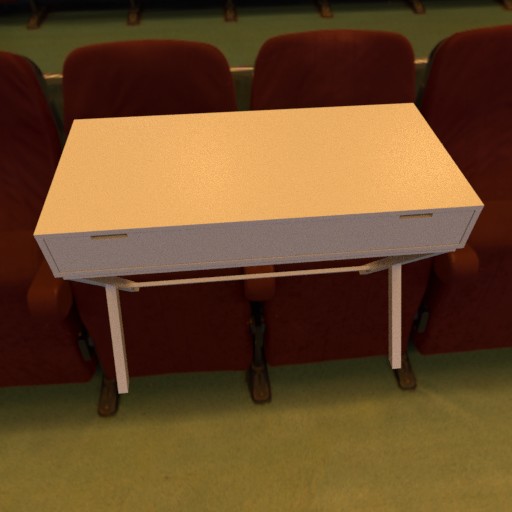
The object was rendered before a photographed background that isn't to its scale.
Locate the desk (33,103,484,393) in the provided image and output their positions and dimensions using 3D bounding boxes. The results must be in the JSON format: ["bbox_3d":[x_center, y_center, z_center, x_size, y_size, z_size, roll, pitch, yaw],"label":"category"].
[{"bbox_3d":[0.000,0.000,1.489,1.059,0.780,0.509,-4,47,-4],"label":"desk"}]
